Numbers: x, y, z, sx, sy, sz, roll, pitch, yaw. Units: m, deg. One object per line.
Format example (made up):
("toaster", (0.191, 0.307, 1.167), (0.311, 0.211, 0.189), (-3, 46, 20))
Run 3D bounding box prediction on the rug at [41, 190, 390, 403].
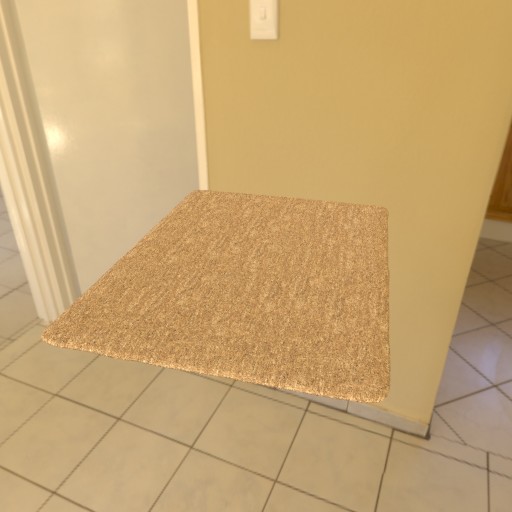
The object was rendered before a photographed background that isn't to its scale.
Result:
("rug", (0.000, 0.000, 3.825), (2.242, 0.050, 2.873), (7, 30, 12))
